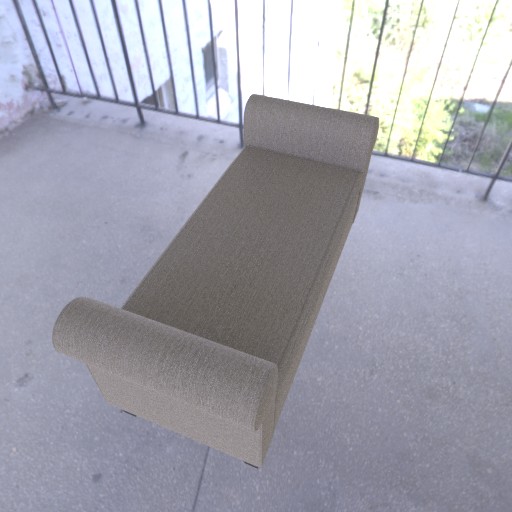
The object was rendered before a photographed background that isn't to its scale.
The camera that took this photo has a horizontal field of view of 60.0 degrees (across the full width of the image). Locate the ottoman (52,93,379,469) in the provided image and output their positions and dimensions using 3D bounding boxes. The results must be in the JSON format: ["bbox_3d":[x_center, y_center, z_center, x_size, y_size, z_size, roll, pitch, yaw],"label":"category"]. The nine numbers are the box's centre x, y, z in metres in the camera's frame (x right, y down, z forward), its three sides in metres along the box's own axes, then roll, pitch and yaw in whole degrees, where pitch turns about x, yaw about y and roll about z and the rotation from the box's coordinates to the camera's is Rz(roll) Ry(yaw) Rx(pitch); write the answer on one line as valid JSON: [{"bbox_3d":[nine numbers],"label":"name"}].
[{"bbox_3d":[0.000,0.000,1.508,0.521,0.547,1.256,16,48,15],"label":"ottoman"}]
